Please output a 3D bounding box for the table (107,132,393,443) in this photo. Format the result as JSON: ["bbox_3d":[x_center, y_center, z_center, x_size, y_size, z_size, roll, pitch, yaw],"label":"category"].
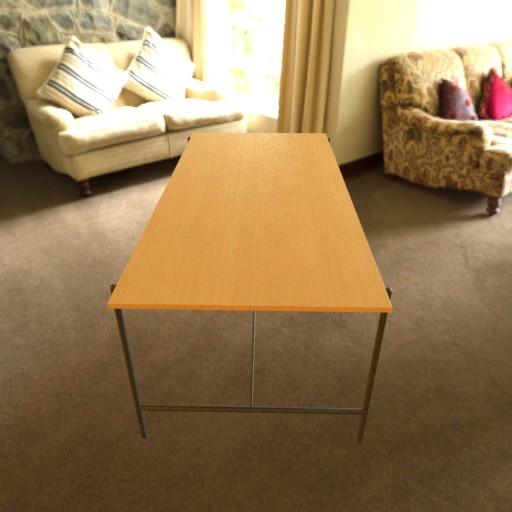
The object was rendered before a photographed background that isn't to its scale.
[{"bbox_3d":[0.000,0.000,2.288,0.900,0.758,1.800,1,32,1],"label":"table"}]
